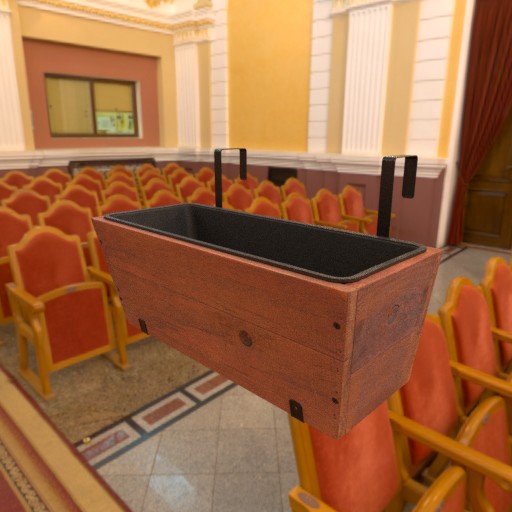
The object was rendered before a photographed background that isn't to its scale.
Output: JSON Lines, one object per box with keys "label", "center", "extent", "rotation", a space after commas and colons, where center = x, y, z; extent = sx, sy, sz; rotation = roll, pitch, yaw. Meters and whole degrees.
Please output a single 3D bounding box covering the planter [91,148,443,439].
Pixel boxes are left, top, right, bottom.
{"label": "planter", "center": [0.000, 0.000, 0.644], "extent": [0.480, 0.289, 0.262], "rotation": [15, 22, 42]}
